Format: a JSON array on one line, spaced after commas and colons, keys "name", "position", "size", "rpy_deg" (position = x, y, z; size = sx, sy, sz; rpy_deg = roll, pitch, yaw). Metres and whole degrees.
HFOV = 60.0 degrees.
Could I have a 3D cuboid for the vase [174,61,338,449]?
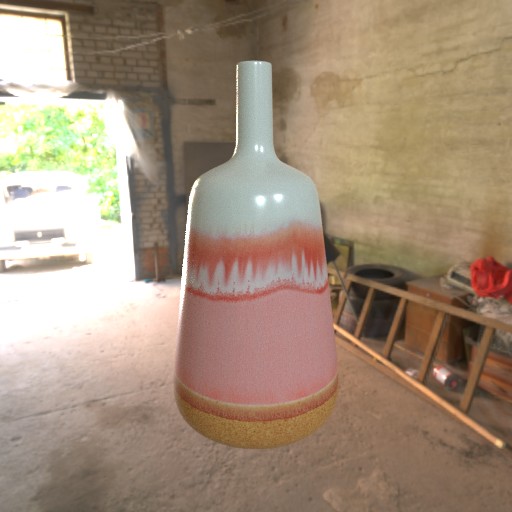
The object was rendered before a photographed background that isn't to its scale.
[{"name": "vase", "position": [0.000, 0.000, 0.367], "size": [0.144, 0.296, 0.144], "rpy_deg": [0, 14, 0]}]
